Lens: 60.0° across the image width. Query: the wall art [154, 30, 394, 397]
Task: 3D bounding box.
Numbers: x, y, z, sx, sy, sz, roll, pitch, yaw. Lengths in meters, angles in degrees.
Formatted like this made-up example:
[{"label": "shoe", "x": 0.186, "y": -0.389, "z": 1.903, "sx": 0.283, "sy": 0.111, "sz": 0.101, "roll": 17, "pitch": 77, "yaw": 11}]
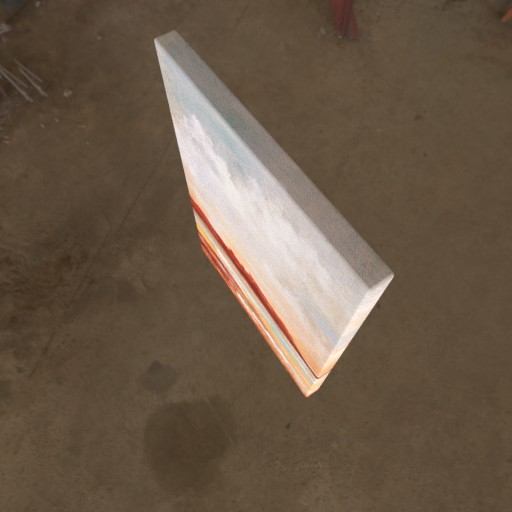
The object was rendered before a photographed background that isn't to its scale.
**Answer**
[{"label": "wall art", "x": 0.000, "y": 0.000, "z": 0.784, "sx": 0.035, "sy": 0.605, "sz": 0.443, "roll": -31, "pitch": 67, "yaw": -15}]
